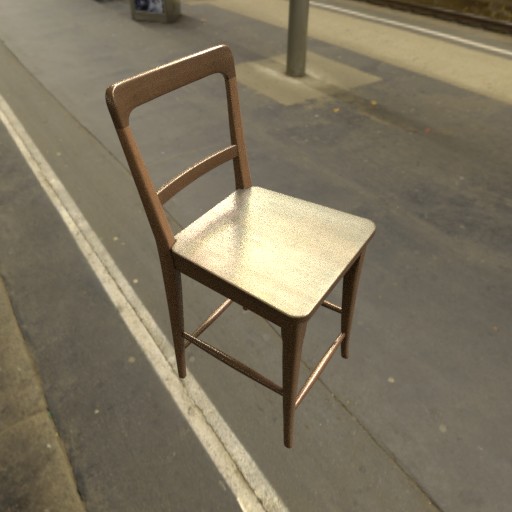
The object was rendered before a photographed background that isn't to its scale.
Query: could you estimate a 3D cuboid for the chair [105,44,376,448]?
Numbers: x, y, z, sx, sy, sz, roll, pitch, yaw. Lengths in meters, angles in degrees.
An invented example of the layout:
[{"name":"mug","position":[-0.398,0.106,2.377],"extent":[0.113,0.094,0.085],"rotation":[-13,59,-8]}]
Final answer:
[{"name":"chair","position":[0.000,0.000,1.282],"extent":[0.546,0.991,0.450],"rotation":[23,45,25]}]
